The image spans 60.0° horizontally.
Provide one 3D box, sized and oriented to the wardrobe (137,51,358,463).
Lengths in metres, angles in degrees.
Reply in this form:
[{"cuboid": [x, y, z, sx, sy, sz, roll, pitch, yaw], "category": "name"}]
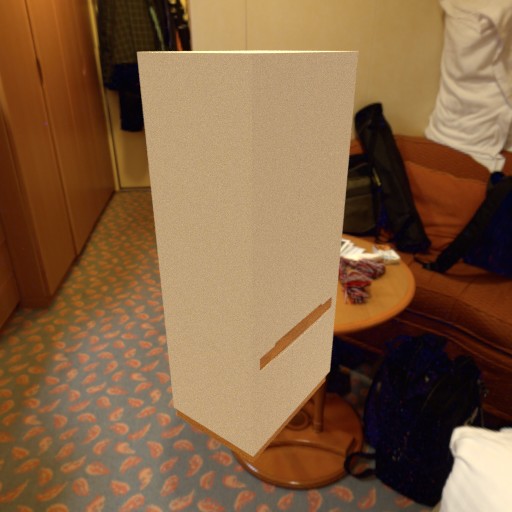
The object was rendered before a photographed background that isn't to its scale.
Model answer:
[{"cuboid": [0.000, 0.000, 2.436, 0.600, 2.040, 0.860, 18, 30, 33], "category": "wardrobe"}]
